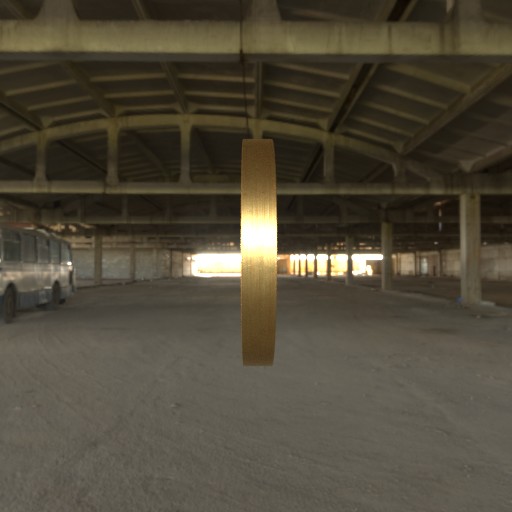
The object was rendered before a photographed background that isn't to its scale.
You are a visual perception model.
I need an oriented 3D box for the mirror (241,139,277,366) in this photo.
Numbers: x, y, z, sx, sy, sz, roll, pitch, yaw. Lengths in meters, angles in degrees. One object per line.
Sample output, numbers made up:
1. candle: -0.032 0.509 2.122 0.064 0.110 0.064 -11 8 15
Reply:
1. mirror: 0.000 0.000 0.675 0.032 0.254 0.584 0 -1 -1
